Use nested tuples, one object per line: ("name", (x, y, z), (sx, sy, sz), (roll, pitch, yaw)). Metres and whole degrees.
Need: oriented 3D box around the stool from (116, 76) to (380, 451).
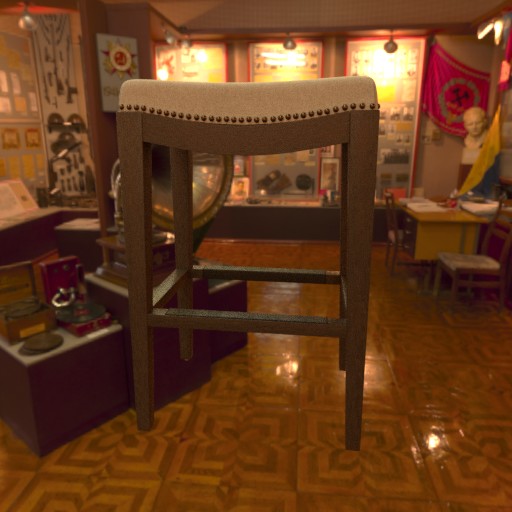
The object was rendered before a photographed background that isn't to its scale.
("stool", (0.000, 0.000, 1.047), (0.498, 0.759, 0.358), (2, 16, 8))
